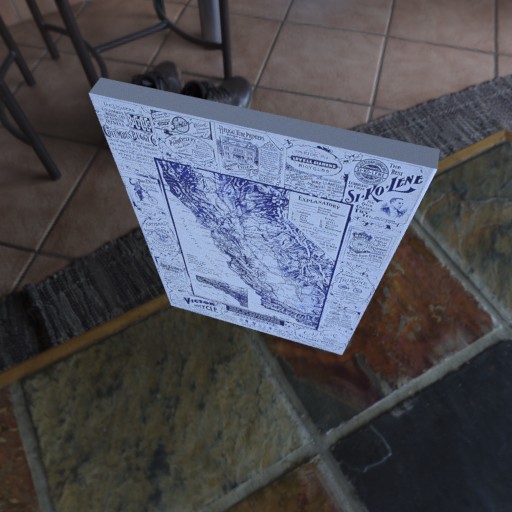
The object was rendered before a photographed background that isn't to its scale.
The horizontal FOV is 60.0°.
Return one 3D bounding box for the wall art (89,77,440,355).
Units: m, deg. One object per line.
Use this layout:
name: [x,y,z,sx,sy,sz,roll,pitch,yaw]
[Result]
wall art: [0.000,0.000,0.954,0.511,0.753,0.039,15,60,9]
